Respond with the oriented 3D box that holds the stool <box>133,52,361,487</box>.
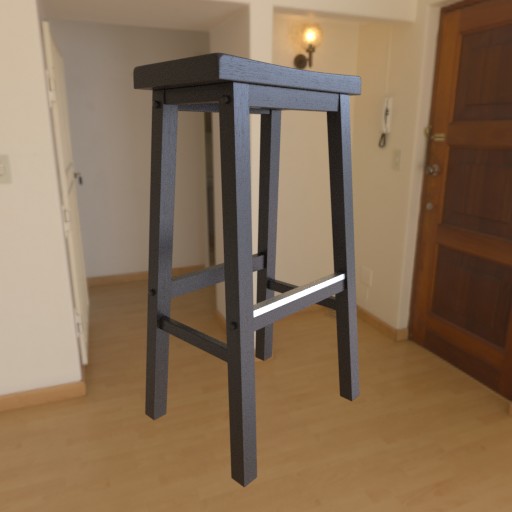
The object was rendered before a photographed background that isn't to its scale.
[{"bbox_3d":[0.000,0.000,0.961,0.322,0.742,0.406,14,21,41],"label":"stool"}]
